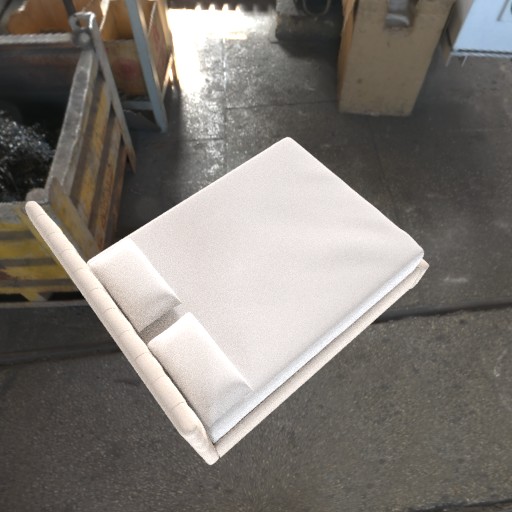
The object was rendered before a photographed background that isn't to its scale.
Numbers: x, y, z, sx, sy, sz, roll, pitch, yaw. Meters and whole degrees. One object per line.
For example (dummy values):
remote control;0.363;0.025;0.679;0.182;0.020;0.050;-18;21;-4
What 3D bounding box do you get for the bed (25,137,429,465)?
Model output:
bed;0.000;0.000;3.264;2.233;1.426;1.696;-36;66;-19
